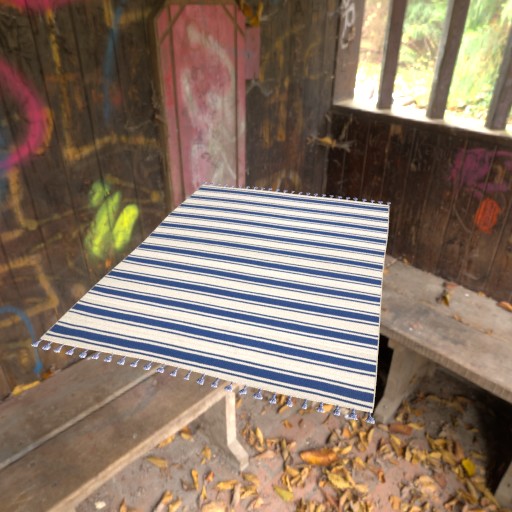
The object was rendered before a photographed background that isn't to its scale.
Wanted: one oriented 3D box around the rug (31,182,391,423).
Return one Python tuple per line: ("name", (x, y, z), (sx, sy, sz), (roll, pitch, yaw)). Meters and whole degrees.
("rug", (0.000, 0.000, 4.357), (2.471, 0.016, 3.416), (9, 32, 14))
